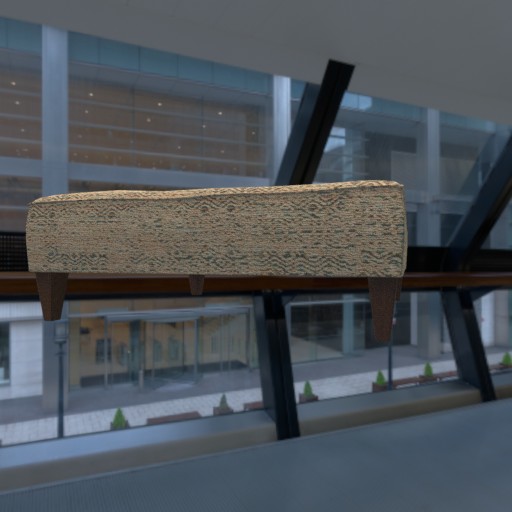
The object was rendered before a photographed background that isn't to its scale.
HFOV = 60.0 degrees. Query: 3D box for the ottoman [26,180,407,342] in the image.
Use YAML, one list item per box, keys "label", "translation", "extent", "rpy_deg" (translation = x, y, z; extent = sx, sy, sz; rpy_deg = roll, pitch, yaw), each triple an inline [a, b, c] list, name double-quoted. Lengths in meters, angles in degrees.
- label: "ottoman"
  translation: [0.000, 0.000, 1.500]
  extent: [0.968, 0.356, 1.004]
  rpy_deg: [0, 0, 19]
